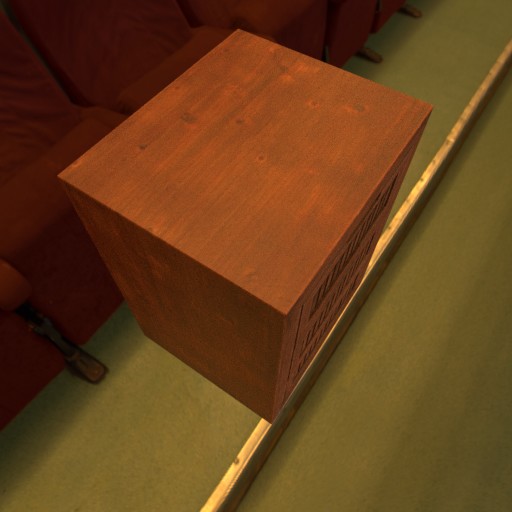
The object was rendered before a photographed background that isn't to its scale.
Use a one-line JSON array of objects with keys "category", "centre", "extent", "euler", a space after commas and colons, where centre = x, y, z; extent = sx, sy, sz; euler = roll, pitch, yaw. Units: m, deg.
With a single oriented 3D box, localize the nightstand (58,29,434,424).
[{"category": "nightstand", "centre": [0.000, 0.000, 0.993], "extent": [0.410, 0.695, 0.465], "euler": [30, 62, 18]}]
